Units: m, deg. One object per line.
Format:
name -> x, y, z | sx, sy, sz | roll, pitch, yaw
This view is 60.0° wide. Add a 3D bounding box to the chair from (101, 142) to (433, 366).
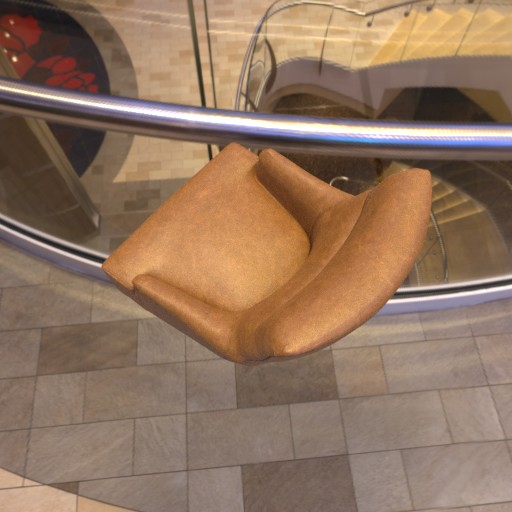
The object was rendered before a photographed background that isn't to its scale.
chair -> 0.000, 0.000, 1.520 | 0.874, 0.869, 0.729 | 36, 69, 16
